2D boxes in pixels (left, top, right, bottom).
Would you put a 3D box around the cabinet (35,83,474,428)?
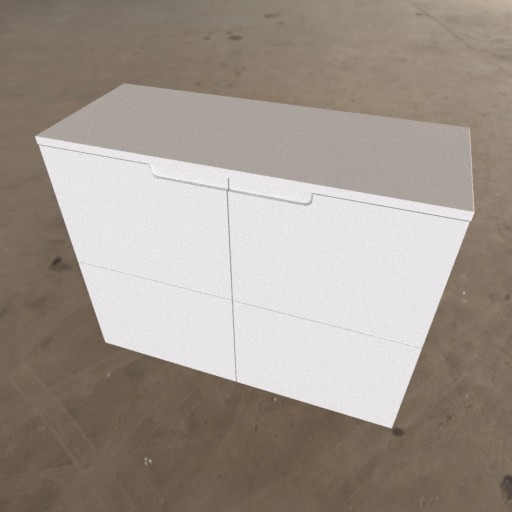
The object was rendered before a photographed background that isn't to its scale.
[{"bbox_3d":[0.000,0.000,1.353,1.000,0.800,0.400,13,41,15],"label":"cabinet"}]
